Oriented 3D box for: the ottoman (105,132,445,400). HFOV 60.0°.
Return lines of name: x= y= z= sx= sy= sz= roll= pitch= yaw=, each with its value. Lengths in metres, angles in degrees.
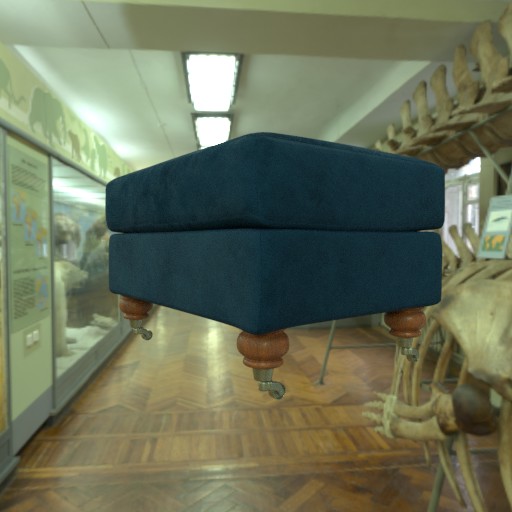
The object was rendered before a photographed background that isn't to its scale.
ottoman: x=0.000 y=0.000 z=1.164 sx=0.572 sy=0.503 sz=0.773 roll=-1 pitch=2 yaw=-36
